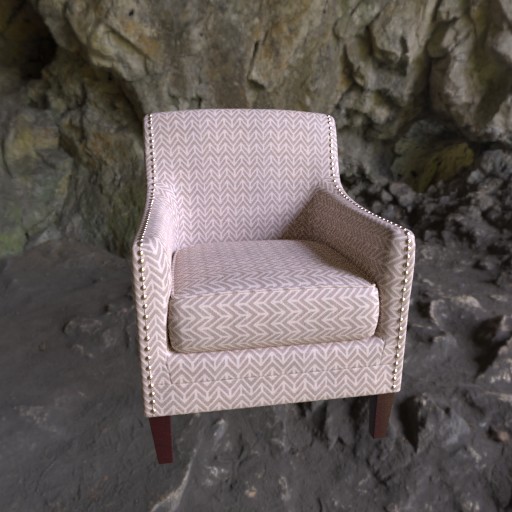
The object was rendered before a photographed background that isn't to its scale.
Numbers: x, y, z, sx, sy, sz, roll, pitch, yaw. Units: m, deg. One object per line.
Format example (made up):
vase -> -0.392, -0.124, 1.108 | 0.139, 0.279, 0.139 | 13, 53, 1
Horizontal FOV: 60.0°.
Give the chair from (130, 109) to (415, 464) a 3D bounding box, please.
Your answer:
chair -> 0.000, 0.000, 1.263 | 0.623, 0.816, 0.651 | -3, 16, -9
